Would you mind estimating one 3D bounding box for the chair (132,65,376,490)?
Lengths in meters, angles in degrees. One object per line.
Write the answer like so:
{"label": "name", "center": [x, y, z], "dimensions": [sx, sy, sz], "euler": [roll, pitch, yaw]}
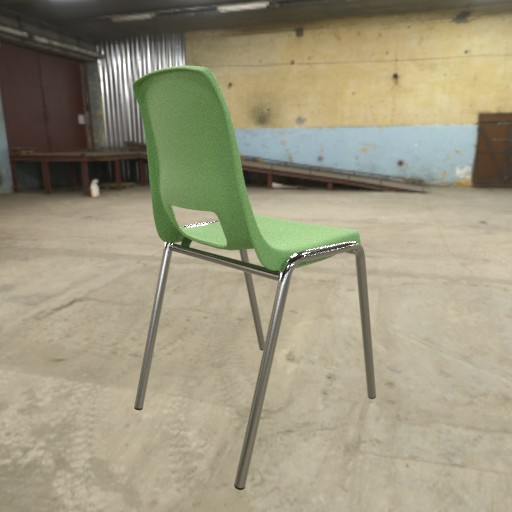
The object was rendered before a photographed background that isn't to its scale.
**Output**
{"label": "chair", "center": [0.000, 0.000, 0.947], "dimensions": [0.381, 0.704, 0.436], "euler": [14, 20, 43]}
